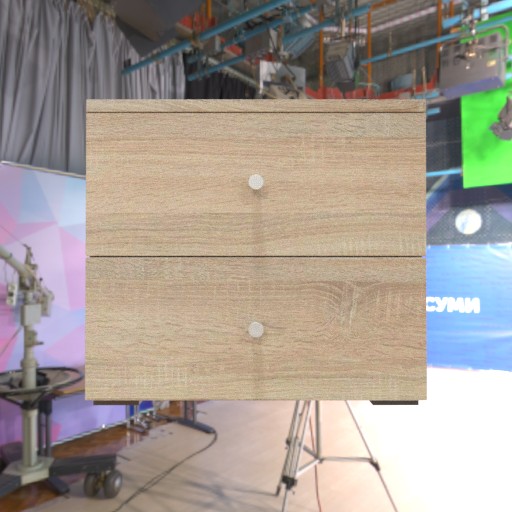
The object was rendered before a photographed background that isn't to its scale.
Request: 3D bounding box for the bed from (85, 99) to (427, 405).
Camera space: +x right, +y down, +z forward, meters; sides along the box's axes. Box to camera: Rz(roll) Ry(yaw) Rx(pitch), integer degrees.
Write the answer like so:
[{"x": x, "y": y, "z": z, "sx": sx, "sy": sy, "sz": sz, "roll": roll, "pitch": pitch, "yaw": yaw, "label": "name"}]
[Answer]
[{"x": 0.000, "y": 0.000, "z": 0.779, "sx": 0.460, "sy": 0.420, "sz": 0.401, "roll": 0, "pitch": -1, "yaw": 0, "label": "bed"}]
